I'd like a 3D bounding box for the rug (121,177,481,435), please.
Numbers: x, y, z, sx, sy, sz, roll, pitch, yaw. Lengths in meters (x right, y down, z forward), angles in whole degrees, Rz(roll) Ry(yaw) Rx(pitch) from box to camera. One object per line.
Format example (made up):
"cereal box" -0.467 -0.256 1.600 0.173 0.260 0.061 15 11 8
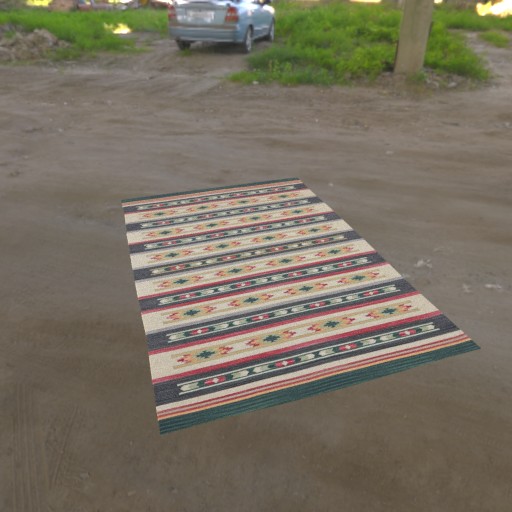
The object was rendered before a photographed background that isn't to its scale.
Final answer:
"rug" 0.000 0.000 2.263 1.221 0.009 1.825 -10 33 -15
